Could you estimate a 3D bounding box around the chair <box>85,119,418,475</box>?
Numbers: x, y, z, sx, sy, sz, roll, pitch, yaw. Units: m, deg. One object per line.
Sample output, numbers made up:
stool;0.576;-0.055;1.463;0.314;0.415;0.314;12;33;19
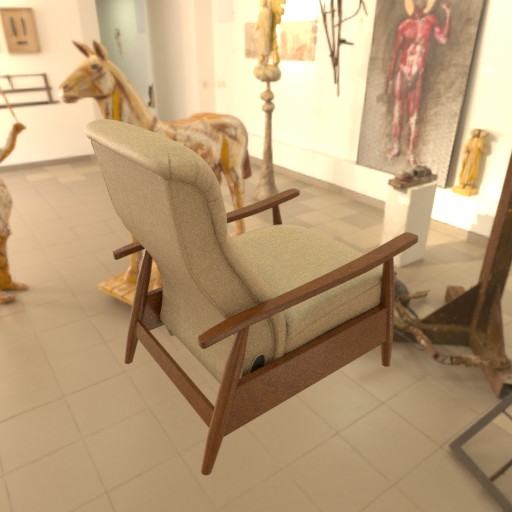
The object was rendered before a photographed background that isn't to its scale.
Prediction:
chair;0.000;0.000;1.767;1.030;1.082;0.762;-18;31;-32
